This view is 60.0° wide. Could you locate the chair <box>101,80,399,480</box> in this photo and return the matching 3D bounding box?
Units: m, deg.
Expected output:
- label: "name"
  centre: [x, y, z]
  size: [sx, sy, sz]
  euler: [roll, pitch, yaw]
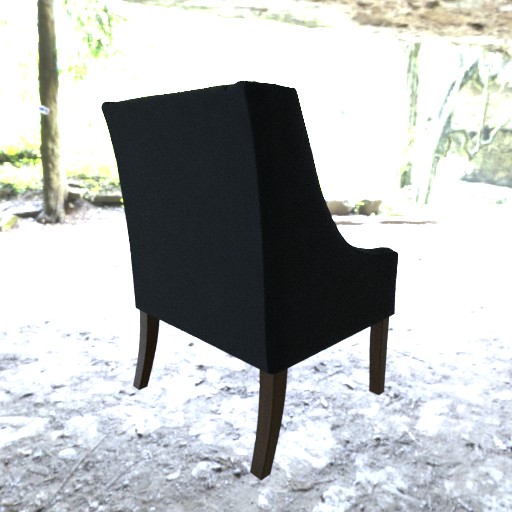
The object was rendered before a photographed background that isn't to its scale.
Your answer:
- label: "chair"
  centre: [0.000, 0.000, 1.333]
  size: [0.629, 0.895, 0.629]
  euler: [-13, 19, -43]
